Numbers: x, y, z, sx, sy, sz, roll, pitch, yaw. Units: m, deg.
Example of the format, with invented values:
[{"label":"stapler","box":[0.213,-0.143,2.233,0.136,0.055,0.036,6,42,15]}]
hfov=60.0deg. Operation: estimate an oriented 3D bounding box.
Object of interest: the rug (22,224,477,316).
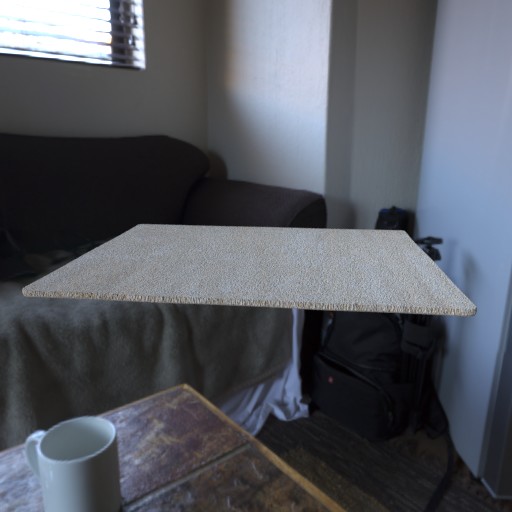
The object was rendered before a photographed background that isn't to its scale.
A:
[{"label":"rug","box":[0.000,0.000,2.095,1.600,0.025,1.199,2,16,6]}]
